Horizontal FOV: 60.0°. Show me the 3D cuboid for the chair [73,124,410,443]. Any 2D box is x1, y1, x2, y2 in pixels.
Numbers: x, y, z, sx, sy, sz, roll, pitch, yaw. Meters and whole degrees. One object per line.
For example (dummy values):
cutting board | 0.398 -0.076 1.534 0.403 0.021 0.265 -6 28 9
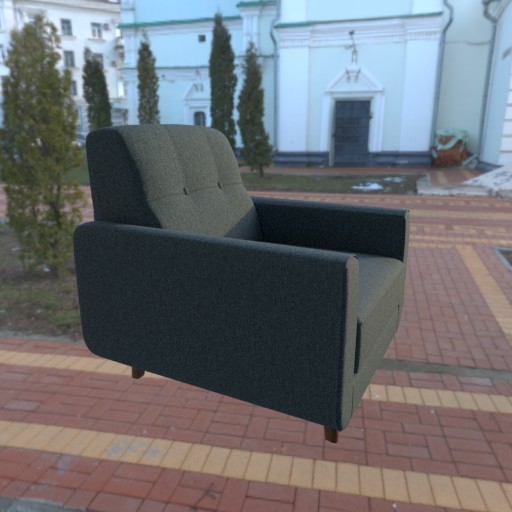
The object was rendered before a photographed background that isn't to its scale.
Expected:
chair | 0.000 0.000 1.634 0.964 0.940 0.880 8 17 27
